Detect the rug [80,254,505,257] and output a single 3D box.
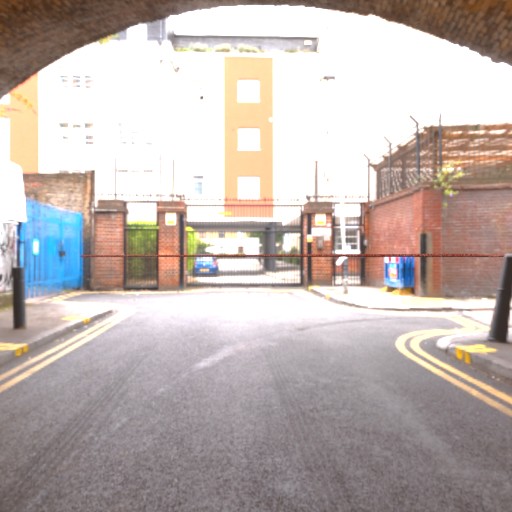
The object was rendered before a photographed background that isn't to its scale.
[{"bbox_3d":[0.000,0.000,2.419,2.307,0.012,0.687,0,0,36],"label":"rug"}]
